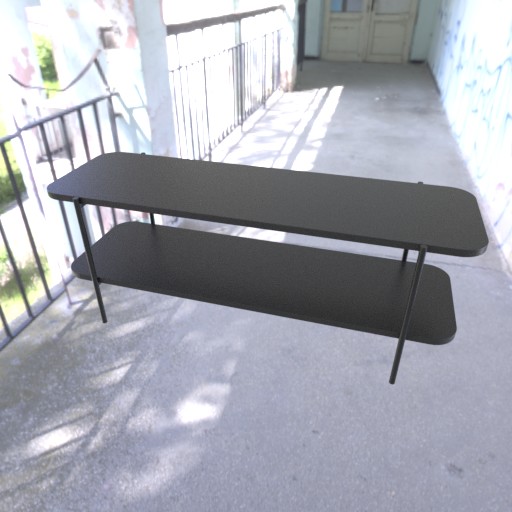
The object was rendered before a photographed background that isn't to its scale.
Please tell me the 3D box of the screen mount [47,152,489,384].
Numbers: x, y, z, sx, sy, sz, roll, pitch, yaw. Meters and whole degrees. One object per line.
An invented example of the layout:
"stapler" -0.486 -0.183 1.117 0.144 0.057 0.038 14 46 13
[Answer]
"screen mount" 0.000 0.000 1.391 1.200 0.447 0.400 9 33 14
